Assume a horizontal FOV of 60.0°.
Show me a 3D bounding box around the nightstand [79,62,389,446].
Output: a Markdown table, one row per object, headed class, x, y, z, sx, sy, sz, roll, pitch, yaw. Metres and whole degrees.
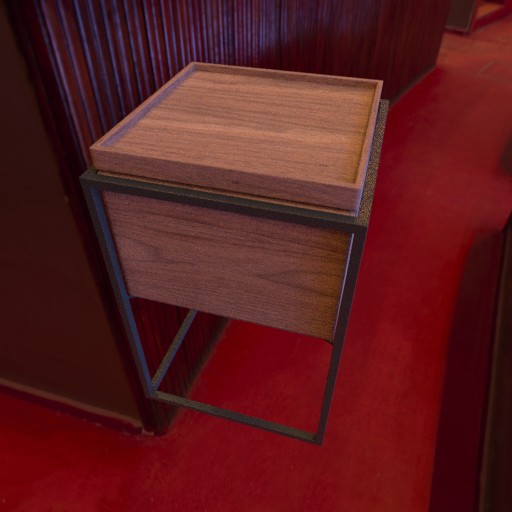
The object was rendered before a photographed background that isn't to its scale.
| class | x | y | z | sx | sy | sz | roll | pitch | yaw |
| --- | --- | --- | --- | --- | --- | --- | --- | --- | --- |
| nightstand | 0.000 | 0.000 | 0.891 | 0.397 | 0.607 | 0.397 | 11 | 43 | 12 |
